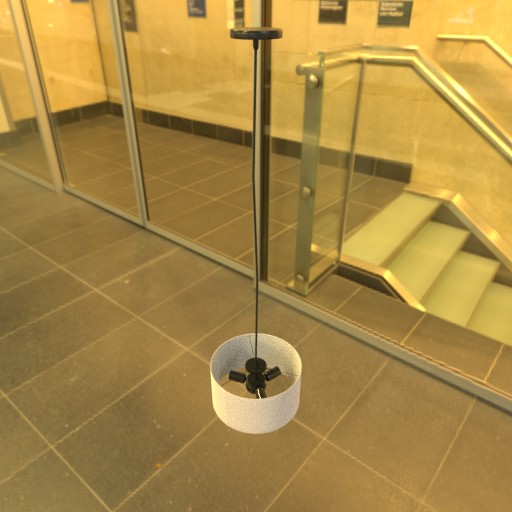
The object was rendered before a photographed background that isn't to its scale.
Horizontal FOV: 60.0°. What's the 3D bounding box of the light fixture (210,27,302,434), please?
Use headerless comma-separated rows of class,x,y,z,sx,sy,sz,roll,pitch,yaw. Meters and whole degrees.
light fixture,0.000,0.000,1.659,0.399,1.516,0.399,0,31,0
